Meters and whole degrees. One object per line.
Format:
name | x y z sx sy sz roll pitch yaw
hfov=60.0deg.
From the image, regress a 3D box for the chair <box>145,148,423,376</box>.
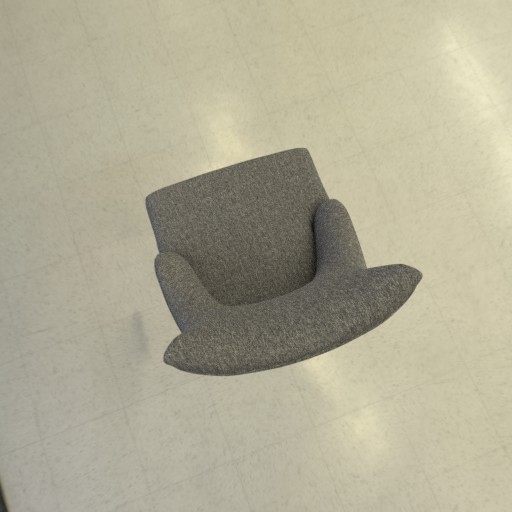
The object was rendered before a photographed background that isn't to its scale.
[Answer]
chair | 0.000 0.000 1.304 0.566 0.909 0.629 -18 77 -4
